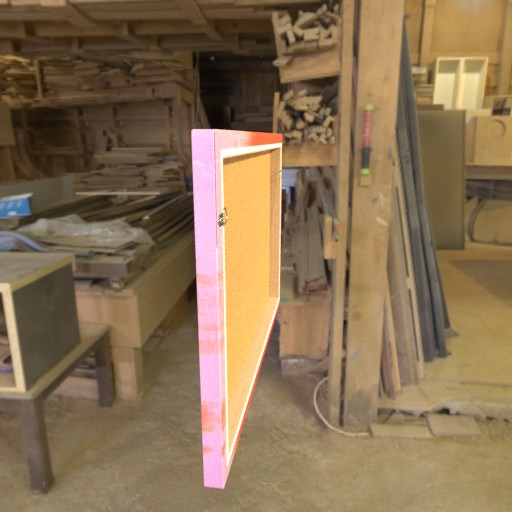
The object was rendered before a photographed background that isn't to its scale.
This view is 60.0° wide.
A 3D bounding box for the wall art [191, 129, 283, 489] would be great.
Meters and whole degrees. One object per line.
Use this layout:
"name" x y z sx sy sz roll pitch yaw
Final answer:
"wall art" 0.000 0.000 1.135 0.040 0.609 0.913 2 15 9
